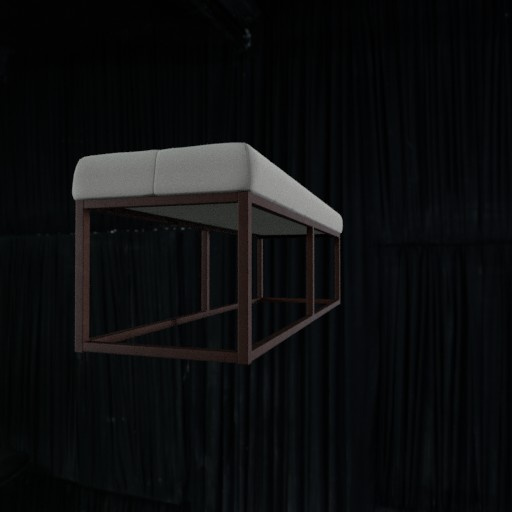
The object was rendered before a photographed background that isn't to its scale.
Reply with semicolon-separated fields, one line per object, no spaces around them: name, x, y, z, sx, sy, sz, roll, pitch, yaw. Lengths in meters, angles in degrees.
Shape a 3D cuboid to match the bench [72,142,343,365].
bench;0.000;0.000;1.709;0.479;0.488;1.488;0;-1;18
